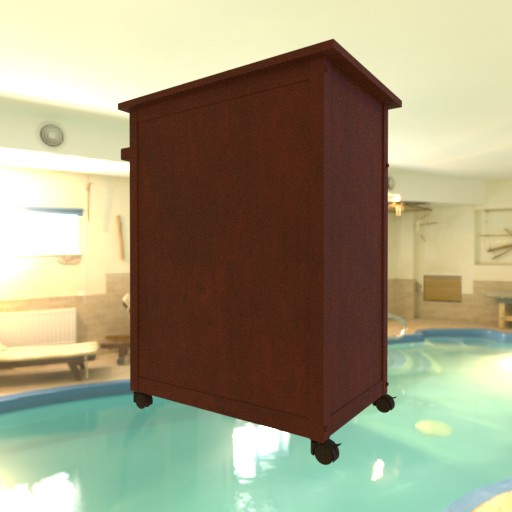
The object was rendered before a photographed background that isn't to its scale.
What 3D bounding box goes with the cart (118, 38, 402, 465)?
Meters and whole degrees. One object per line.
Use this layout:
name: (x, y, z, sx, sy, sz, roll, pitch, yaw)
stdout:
cart: (0.000, 0.000, 1.254, 0.683, 0.864, 0.442, 0, 1, 35)
